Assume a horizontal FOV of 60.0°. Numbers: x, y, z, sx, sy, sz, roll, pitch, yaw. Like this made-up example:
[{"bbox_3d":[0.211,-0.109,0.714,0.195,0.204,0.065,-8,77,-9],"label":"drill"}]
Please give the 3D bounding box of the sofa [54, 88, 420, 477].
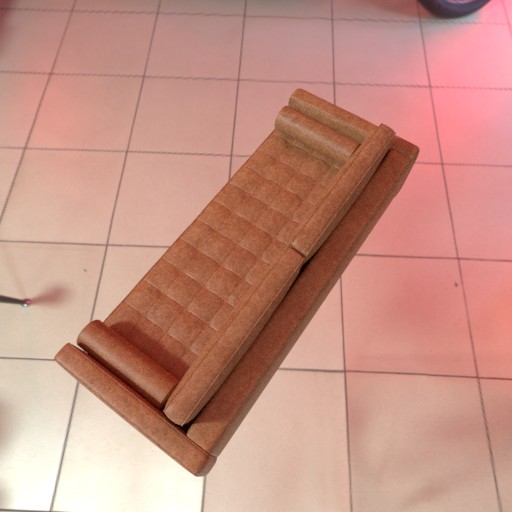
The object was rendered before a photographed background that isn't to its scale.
[{"bbox_3d":[0.000,0.000,2.572,0.919,0.770,2.200,32,68,15],"label":"sofa"}]
